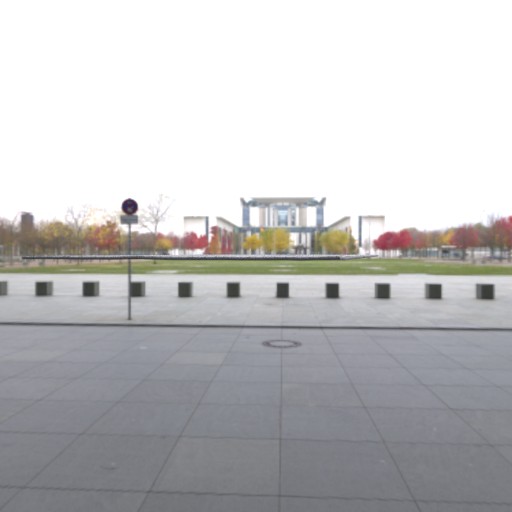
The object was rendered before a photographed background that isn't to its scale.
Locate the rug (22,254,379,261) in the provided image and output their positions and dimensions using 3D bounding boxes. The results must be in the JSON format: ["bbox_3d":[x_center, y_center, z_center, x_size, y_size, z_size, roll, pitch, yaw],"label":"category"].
[{"bbox_3d":[0.000,0.000,1.047,0.515,0.007,0.867,0,0,19],"label":"rug"}]
